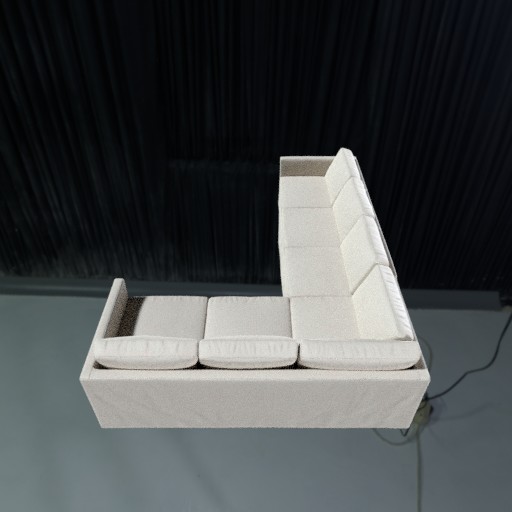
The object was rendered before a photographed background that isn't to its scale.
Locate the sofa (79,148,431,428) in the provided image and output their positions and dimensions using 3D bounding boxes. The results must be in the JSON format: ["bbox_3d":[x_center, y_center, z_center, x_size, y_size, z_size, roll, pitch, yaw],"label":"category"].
[{"bbox_3d":[0.000,0.000,4.383,2.432,0.871,3.182,0,41,0],"label":"sofa"}]
